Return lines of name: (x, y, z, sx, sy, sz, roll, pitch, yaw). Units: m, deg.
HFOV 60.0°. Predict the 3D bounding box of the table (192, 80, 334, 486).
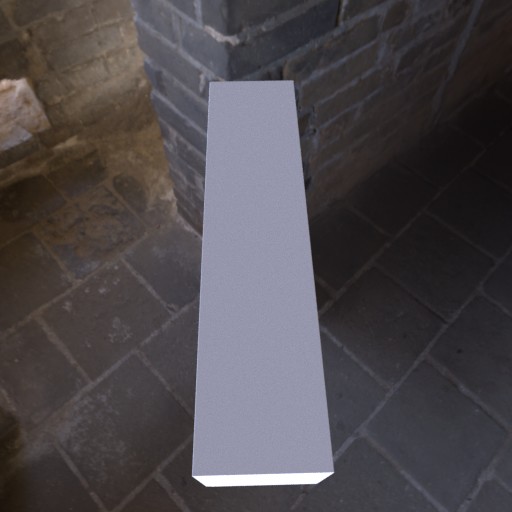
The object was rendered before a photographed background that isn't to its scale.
table: (0.000, 0.000, 1.819, 0.390, 0.420, 1.650, -1, 59, -1)
